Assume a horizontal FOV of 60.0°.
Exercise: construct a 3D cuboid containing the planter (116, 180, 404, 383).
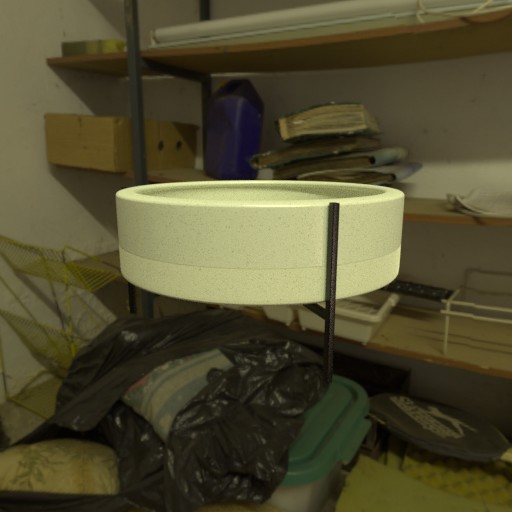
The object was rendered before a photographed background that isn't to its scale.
[{"bbox_3d":[0.000,0.000,0.559,0.345,0.171,0.336,2,13,8],"label":"planter"}]
